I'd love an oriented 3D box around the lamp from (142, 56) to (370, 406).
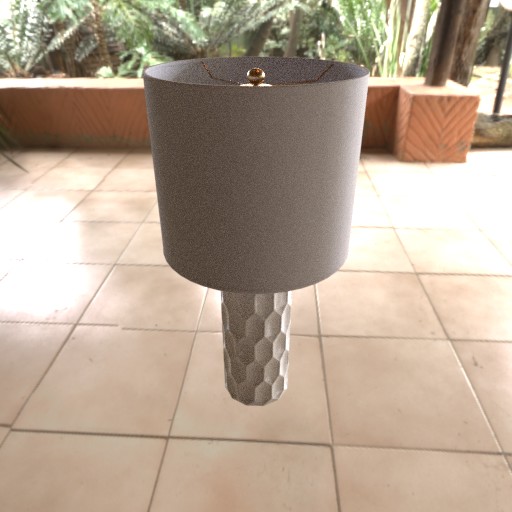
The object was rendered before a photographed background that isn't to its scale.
[{"bbox_3d":[0.000,0.000,0.683,0.277,0.537,0.277,1,30,2],"label":"lamp"}]
